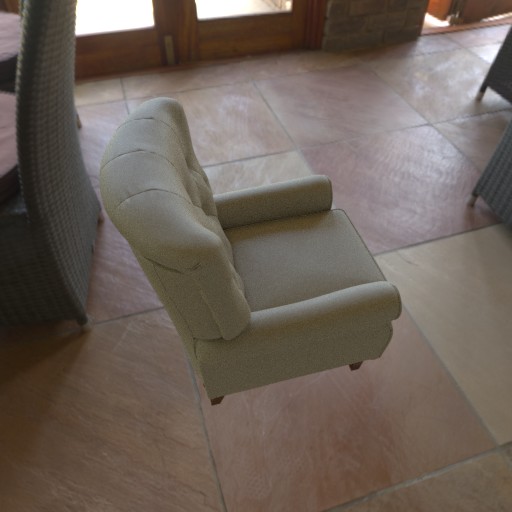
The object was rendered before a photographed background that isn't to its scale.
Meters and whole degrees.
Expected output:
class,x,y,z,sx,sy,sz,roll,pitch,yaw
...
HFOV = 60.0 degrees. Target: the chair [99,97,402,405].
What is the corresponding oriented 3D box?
class,x,y,z,sx,sy,sz,roll,pitch,yaw
chair,0.000,0.000,1.904,1.059,1.158,0.943,-11,48,-10
